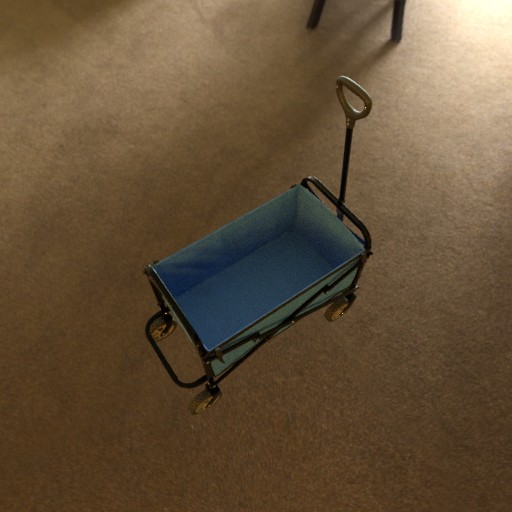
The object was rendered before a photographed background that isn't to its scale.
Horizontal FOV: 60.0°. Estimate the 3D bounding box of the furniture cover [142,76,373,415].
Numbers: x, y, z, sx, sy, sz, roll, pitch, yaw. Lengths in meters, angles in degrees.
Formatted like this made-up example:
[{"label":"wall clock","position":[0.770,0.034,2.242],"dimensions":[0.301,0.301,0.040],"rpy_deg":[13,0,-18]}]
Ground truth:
[{"label":"furniture cover","position":[0.000,0.000,1.790],"dimensions":[1.038,1.295,0.532],"rpy_deg":[-31,62,-18]}]
